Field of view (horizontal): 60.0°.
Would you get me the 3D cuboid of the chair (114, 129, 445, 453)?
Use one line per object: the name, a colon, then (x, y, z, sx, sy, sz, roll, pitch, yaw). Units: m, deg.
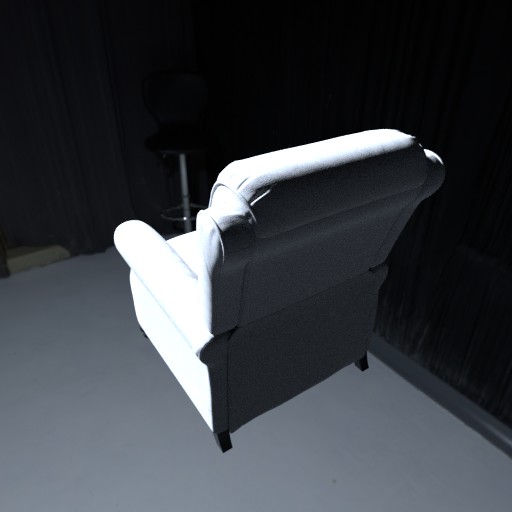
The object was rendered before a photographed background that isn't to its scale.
chair: (0.000, 0.000, 1.692, 0.859, 1.046, 0.919, -20, 37, -28)
